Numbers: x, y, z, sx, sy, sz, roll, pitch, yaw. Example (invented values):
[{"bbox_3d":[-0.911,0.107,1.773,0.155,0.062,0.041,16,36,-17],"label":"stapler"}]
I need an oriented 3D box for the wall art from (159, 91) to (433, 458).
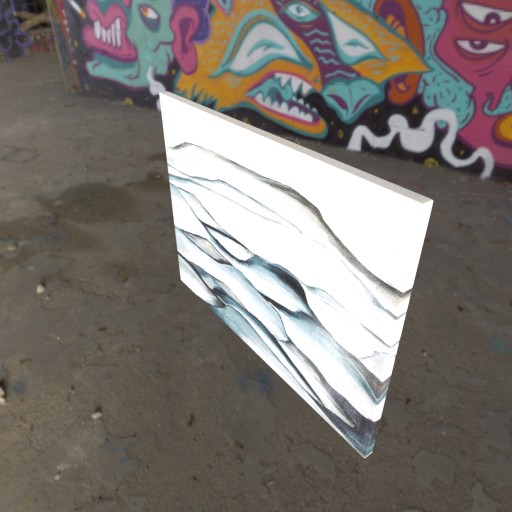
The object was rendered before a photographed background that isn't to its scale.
[{"bbox_3d":[0.000,0.000,1.597,0.039,0.915,1.219,-22,39,-30],"label":"wall art"}]
